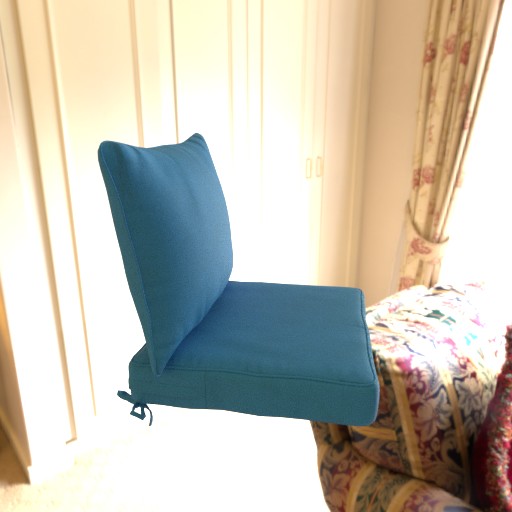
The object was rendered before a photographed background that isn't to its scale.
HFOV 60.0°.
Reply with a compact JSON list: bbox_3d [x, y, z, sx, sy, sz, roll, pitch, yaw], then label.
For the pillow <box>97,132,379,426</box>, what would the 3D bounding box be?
[{"bbox_3d":[0.000,0.000,1.382,0.733,0.725,0.798,3,17,9],"label":"pillow"}]
